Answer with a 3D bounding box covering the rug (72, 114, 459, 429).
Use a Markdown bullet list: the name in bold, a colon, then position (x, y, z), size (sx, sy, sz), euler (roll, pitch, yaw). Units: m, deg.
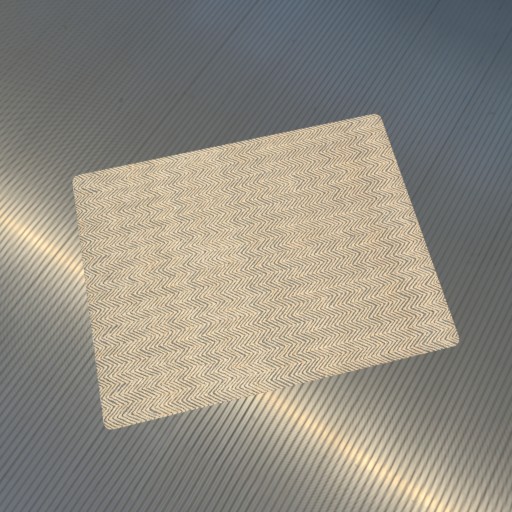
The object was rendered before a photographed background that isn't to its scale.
- **rug**: position (0.000, 0.000, 4.195), size (3.207, 0.014, 2.439), euler (-13, 74, -4)
